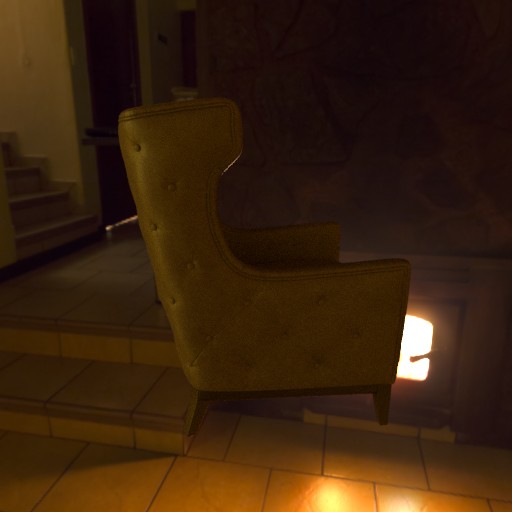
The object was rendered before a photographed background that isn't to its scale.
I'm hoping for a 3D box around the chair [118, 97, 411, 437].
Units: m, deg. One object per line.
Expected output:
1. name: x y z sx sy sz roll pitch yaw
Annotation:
1. chair: 0.000 0.000 1.681 0.899 1.079 0.769 -2 15 -8
